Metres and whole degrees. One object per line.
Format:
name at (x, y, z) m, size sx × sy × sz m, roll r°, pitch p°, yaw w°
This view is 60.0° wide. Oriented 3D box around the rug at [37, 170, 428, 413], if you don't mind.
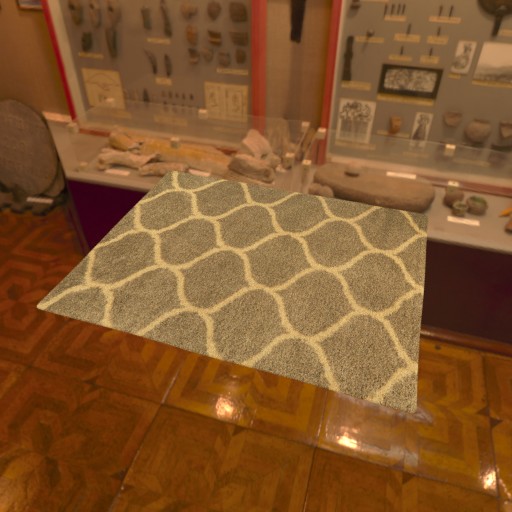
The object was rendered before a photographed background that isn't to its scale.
rug at (0.000, 0.000, 4.125) m, size 3.000 × 0.026 × 2.399 m, roll 12°, pitch 41°, yaw 14°
